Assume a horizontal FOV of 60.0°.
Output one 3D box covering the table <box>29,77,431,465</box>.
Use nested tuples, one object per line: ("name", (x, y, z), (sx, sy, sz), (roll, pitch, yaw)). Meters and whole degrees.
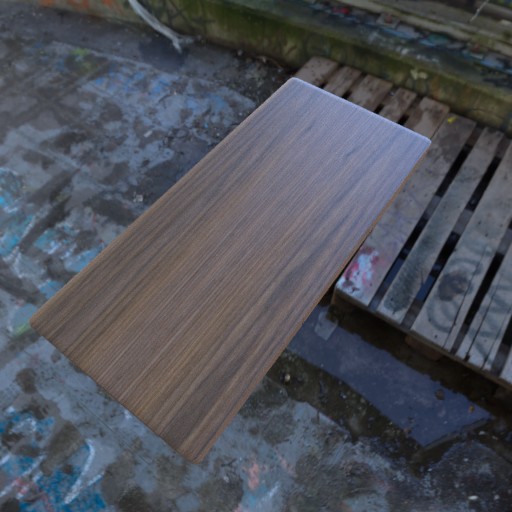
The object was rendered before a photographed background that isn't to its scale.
("table", (0.000, 0.000, 1.663), (0.637, 0.468, 1.375), (32, 64, 18))
